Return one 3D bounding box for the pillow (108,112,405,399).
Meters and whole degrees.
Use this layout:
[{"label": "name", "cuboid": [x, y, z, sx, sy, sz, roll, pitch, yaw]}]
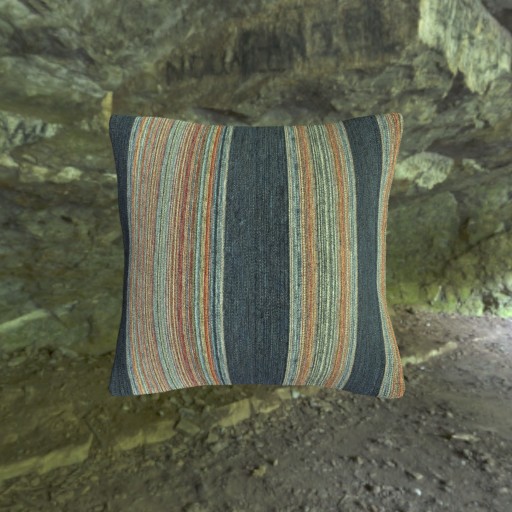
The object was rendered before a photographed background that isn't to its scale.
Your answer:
[{"label": "pillow", "cuboid": [0.000, 0.000, 0.651, 0.437, 0.419, 0.136, 0, 0, 1]}]
